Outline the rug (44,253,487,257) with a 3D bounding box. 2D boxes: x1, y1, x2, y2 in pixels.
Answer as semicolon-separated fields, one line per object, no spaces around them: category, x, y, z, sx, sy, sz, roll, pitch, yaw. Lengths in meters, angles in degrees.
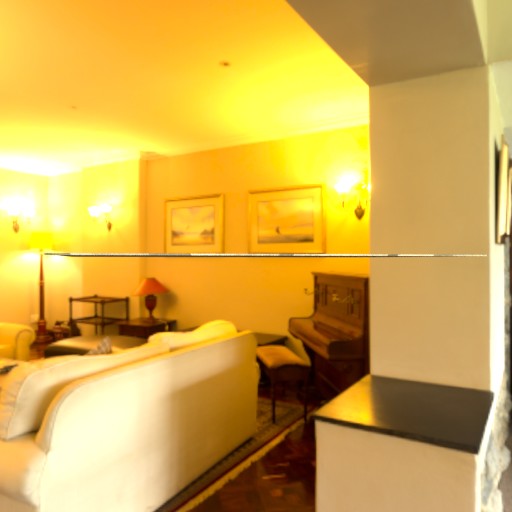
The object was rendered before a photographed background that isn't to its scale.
rug;0.000;0.000;2.996;2.423;0.008;1.513;0;0;-18
